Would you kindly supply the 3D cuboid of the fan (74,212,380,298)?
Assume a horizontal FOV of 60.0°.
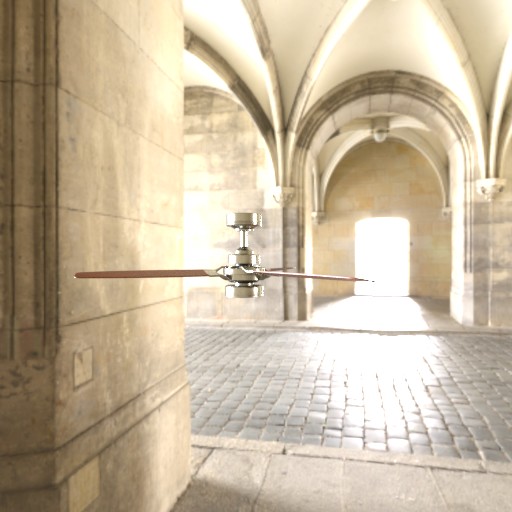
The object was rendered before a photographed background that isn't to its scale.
[{"bbox_3d":[0.000,0.000,2.035,1.416,0.410,1.271,0,0,-35],"label":"fan"}]
